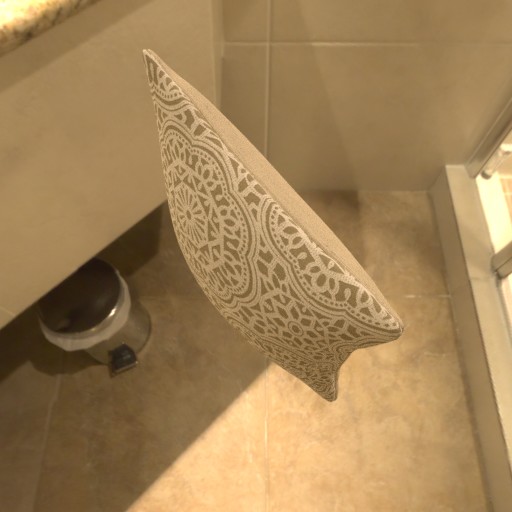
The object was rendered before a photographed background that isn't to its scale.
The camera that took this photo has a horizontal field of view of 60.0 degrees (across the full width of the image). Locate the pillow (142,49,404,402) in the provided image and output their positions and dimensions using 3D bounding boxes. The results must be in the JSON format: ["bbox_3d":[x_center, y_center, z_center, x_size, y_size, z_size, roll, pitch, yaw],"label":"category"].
[{"bbox_3d":[0.000,0.000,0.639,0.167,0.421,0.438,-34,69,-15],"label":"pillow"}]
